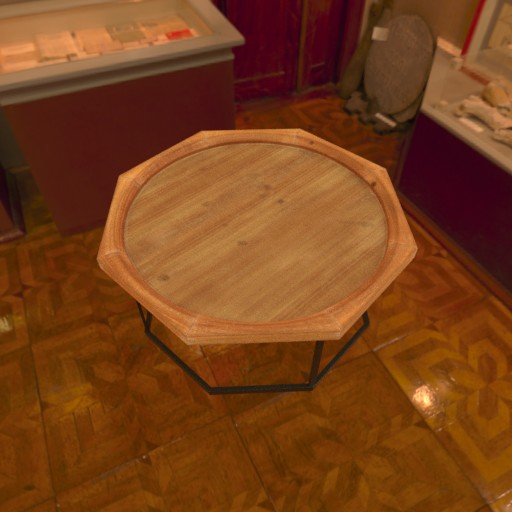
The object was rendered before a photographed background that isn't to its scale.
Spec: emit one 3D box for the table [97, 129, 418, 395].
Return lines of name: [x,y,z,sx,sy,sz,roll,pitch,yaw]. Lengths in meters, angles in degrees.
table: [0.000,0.000,1.567,1.002,0.444,1.002,0,47,0]
